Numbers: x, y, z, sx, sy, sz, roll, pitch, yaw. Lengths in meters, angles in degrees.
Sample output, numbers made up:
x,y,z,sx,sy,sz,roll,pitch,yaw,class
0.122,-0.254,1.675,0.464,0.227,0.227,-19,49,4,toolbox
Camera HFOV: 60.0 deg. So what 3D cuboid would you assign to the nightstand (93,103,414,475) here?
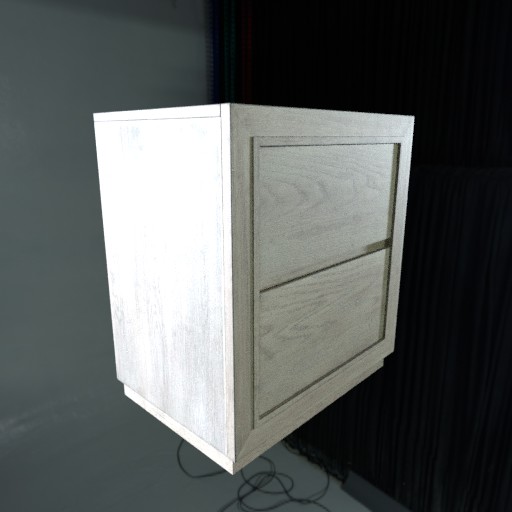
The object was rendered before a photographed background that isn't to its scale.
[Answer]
x,y,z,sx,sy,sz,roll,pitch,yaw,class
0.000,0.000,1.110,0.483,0.673,0.612,14,21,42,nightstand
